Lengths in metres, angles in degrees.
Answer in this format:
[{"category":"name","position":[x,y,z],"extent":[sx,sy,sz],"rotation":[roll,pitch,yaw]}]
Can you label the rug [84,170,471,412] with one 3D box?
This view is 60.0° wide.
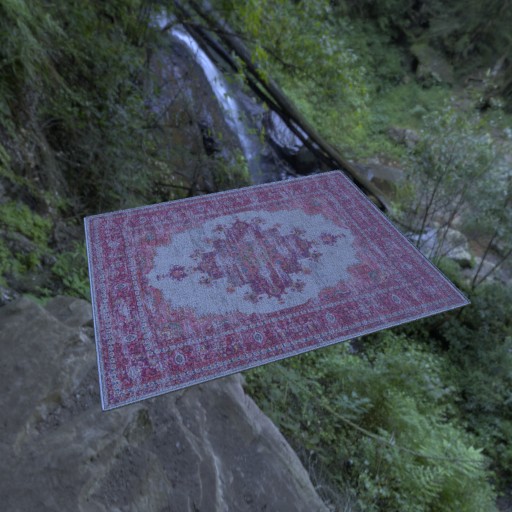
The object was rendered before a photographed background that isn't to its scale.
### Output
[{"category":"rug","position":[0.000,0.000,4.338],"extent":[3.123,0.017,2.447],"rotation":[-13,42,-15]}]
